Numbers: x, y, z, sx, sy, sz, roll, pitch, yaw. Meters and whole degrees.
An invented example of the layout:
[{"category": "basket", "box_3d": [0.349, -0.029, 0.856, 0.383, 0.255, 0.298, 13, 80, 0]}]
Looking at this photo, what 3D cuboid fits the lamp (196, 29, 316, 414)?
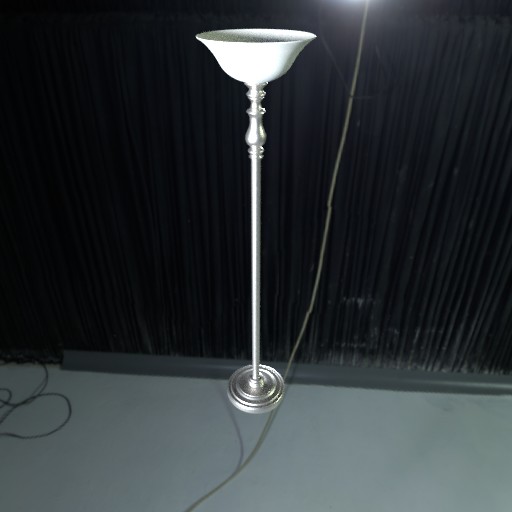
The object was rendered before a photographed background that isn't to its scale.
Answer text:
[{"category": "lamp", "box_3d": [0.000, 0.000, 1.975, 0.405, 1.771, 0.405, -1, 32, -1]}]
